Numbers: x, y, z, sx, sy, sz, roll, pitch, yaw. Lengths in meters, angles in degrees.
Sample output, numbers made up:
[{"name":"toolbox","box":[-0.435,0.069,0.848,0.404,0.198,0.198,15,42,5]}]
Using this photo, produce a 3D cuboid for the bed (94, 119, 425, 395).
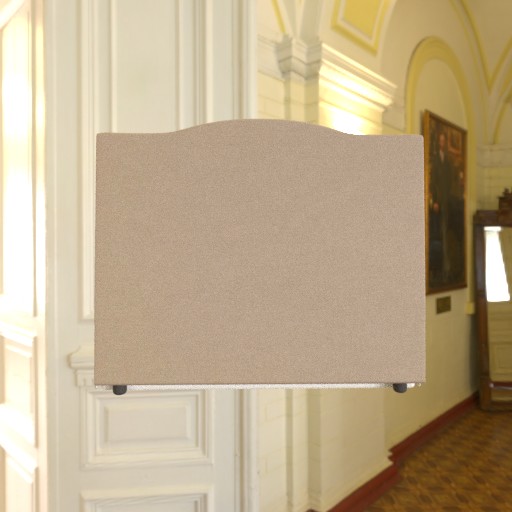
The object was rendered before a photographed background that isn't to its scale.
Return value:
[{"name":"bed","box":[0.000,0.000,3.414,1.821,1.436,2.282,0,0,-1]}]
